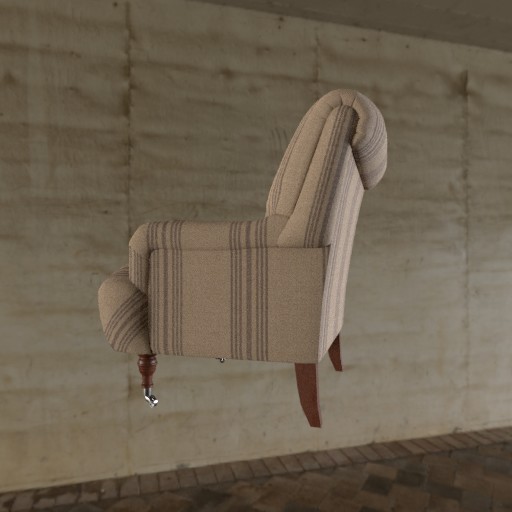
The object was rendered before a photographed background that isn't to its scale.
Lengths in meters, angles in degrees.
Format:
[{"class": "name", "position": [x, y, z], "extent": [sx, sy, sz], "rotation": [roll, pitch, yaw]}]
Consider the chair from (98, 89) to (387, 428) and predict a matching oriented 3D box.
[{"class": "chair", "position": [0.000, 0.000, 1.610], "extent": [0.914, 0.940, 0.813], "rotation": [0, 0, 16]}]
